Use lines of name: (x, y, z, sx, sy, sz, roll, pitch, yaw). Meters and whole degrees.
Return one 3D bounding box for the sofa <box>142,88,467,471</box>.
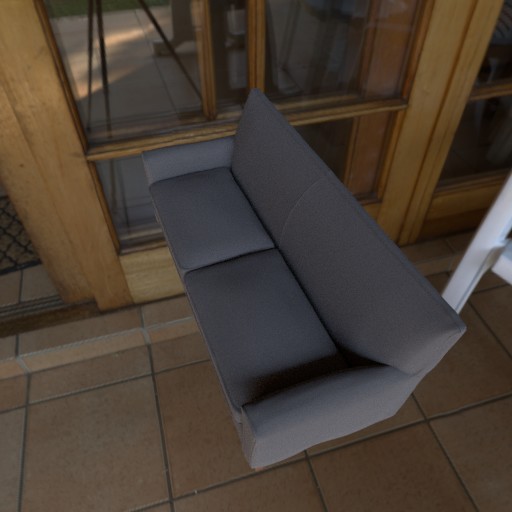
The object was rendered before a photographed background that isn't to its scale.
sofa: (0.000, 0.000, 2.428, 0.843, 0.907, 2.002, -16, 49, -15)
